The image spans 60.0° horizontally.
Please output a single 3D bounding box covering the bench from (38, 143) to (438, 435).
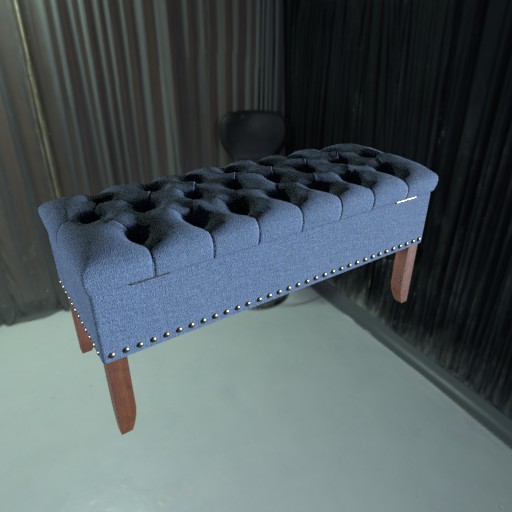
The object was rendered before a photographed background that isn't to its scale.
[{"bbox_3d":[0.000,0.000,1.317,1.052,0.492,0.417,-18,33,-29],"label":"bench"}]
